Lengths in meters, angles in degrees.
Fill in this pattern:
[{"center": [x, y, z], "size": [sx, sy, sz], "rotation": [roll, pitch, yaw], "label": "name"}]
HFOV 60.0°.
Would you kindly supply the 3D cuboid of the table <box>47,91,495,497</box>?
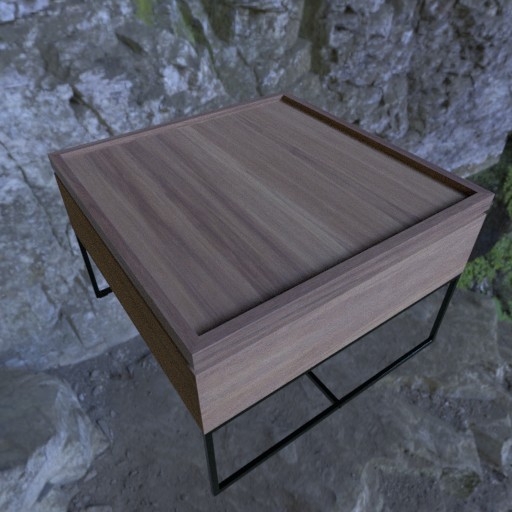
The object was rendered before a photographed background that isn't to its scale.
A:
[{"center": [0.000, 0.000, 1.086], "size": [0.676, 0.464, 0.679], "rotation": [-24, 46, -26], "label": "table"}]
